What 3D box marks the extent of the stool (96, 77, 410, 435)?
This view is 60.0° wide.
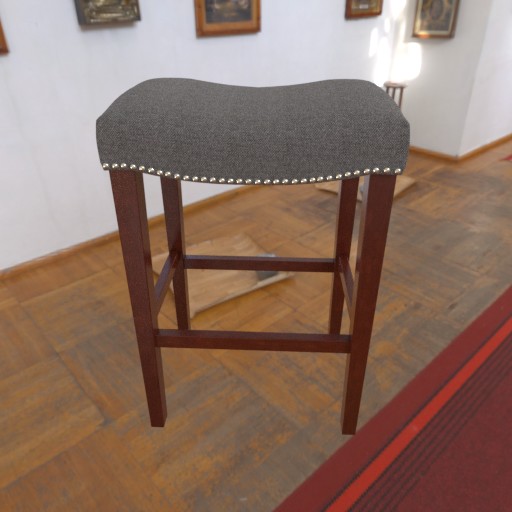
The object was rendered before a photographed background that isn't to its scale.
[{"bbox_3d":[0.000,0.000,1.012,0.504,0.742,0.372,1,30,2],"label":"stool"}]
